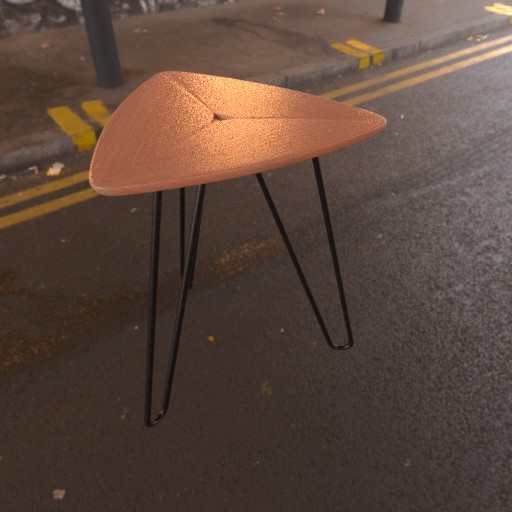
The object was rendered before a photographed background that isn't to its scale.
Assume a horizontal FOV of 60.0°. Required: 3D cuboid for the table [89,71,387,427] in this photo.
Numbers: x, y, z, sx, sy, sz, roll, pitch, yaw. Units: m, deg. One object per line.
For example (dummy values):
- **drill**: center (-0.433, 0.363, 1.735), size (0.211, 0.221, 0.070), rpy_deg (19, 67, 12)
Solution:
- **table**: center (0.000, 0.000, 0.870), size (0.455, 0.564, 0.442), rpy_deg (1, 40, 2)
